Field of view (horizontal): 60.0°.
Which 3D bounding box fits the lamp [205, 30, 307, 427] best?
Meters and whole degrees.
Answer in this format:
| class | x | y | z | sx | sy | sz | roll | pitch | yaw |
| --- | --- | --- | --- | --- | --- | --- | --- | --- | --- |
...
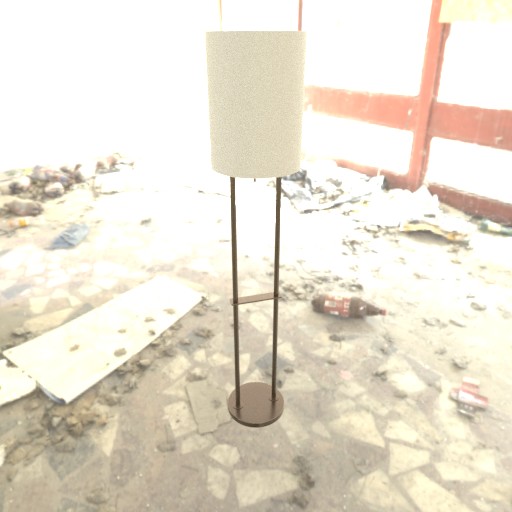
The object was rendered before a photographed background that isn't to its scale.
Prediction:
| class | x | y | z | sx | sy | sz | roll | pitch | yaw |
| --- | --- | --- | --- | --- | --- | --- | --- | --- | --- |
| lamp | 0.000 | 0.000 | 1.658 | 0.306 | 1.500 | 0.305 | -7 | 27 | -15 |
